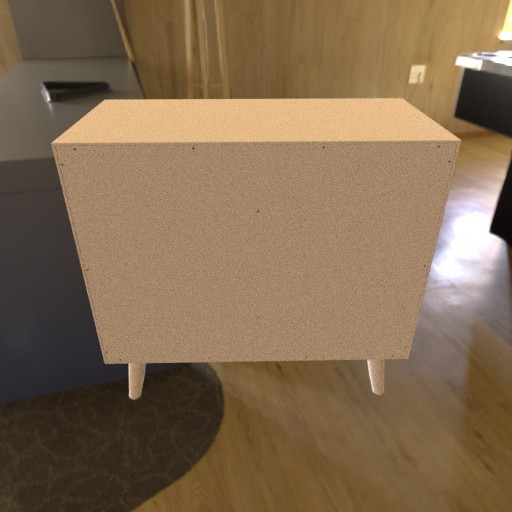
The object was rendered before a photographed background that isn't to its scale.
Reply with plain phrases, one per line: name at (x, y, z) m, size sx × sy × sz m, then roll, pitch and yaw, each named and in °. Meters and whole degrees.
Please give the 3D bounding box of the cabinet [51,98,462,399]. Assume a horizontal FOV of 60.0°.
cabinet at (0.000, 0.000, 1.229) m, size 0.800 × 0.761 × 0.398 m, roll -1°, pitch 31°, yaw -1°
